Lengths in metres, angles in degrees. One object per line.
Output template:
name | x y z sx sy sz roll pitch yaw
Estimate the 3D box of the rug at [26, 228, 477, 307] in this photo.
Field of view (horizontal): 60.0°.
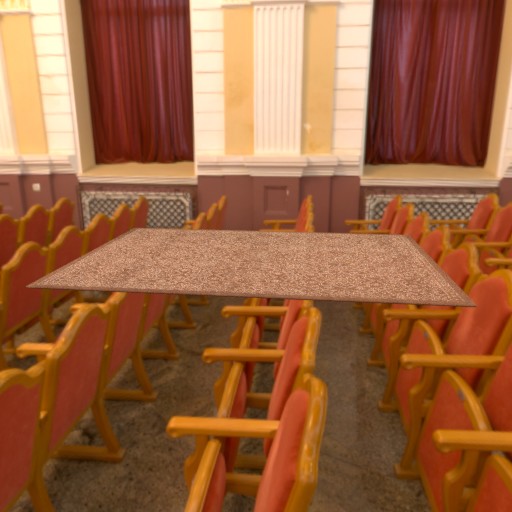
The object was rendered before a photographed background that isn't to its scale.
rug | 0.000 0.000 2.948 2.286 0.011 1.524 2 16 7
